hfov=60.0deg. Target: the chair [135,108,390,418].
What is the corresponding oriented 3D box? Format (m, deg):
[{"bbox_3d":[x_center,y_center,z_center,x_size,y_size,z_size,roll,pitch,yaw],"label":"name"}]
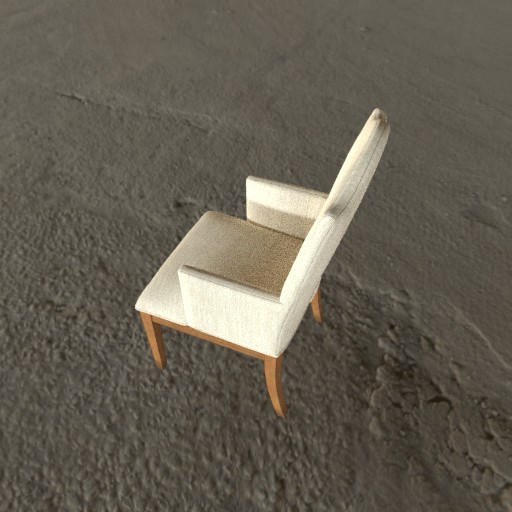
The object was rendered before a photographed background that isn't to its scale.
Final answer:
[{"bbox_3d":[0.000,0.000,1.435,0.641,1.016,0.533,16,47,16],"label":"chair"}]
